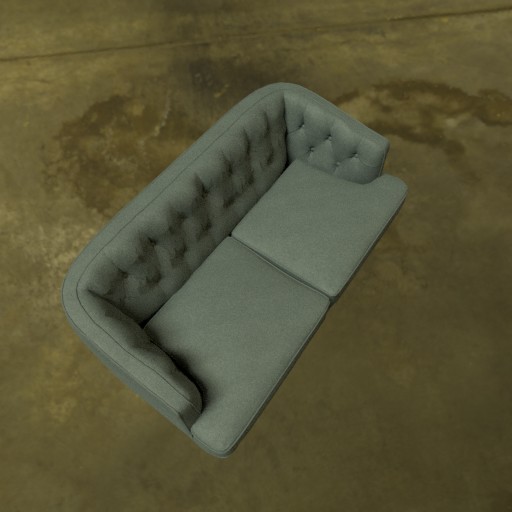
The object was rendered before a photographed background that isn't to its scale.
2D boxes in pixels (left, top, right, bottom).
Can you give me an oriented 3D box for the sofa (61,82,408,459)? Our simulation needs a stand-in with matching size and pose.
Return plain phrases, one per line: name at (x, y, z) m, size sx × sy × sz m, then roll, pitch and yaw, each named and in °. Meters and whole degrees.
sofa at (0.000, 0.000, 2.282) m, size 0.941 × 0.855 × 1.733 m, roll 32°, pitch 64°, yaw 17°
